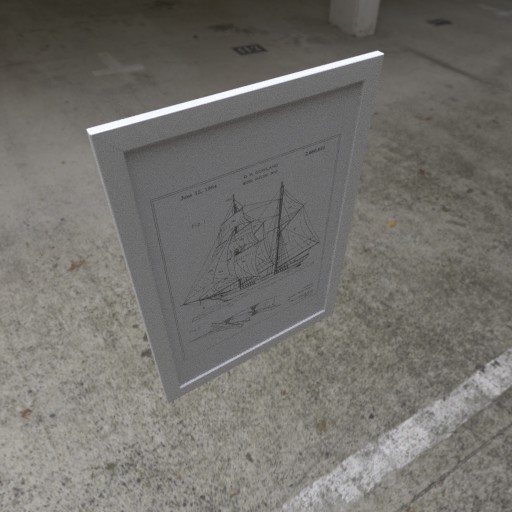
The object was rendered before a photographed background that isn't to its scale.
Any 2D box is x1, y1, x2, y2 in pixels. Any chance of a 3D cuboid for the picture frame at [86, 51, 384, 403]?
[{"bbox_3d":[0.000,0.000,0.683,0.381,0.534,0.012,-24,49,-22],"label":"picture frame"}]
